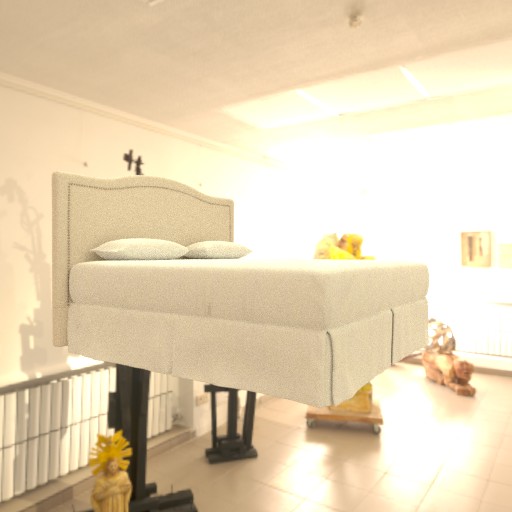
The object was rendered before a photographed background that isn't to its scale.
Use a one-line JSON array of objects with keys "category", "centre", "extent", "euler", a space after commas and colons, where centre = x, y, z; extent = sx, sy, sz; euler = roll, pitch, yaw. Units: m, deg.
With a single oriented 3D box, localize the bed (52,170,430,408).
[{"category": "bed", "centre": [0.000, 0.000, 3.435], "extent": [2.182, 1.421, 2.083], "euler": [0, 1, 35]}]
